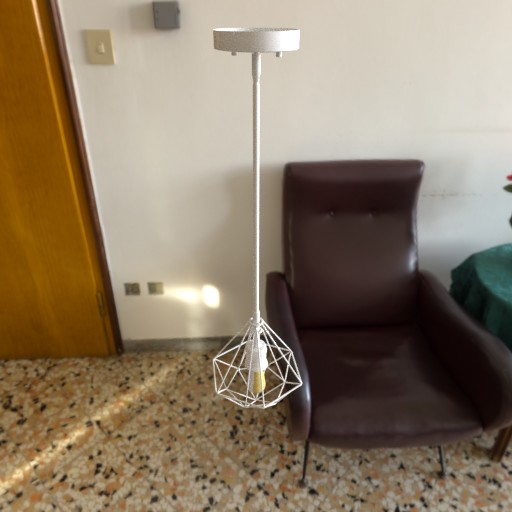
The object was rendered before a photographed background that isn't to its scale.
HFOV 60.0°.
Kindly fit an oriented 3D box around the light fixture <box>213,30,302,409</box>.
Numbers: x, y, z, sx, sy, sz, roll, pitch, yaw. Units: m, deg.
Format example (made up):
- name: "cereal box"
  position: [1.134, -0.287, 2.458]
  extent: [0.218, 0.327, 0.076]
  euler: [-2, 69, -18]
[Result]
- name: "light fixture"
  position: [0.000, 0.000, 1.937]
  extent: [0.487, 1.764, 0.431]
  euler: [-21, 36, -33]
